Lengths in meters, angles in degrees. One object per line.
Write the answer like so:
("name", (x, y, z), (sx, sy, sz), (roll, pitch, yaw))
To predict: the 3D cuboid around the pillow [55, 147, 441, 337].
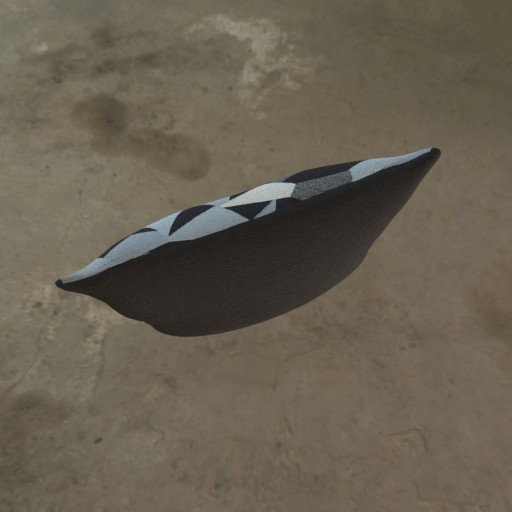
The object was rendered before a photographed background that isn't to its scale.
("pillow", (0.000, 0.000, 0.764), (0.503, 0.496, 0.208), (-19, 77, -5))
